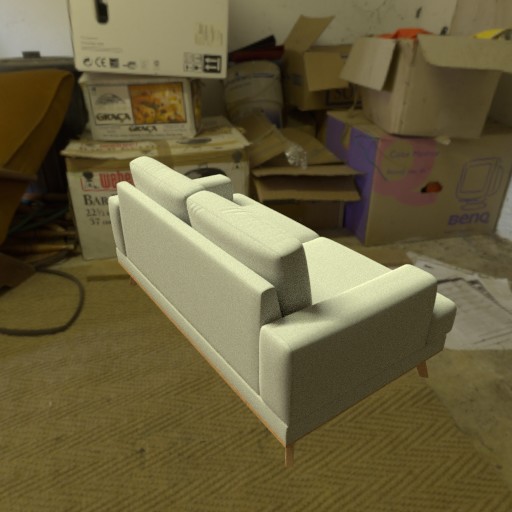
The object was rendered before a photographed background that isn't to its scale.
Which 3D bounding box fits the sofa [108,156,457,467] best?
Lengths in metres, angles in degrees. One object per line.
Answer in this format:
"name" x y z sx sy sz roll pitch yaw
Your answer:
"sofa" 0.000 0.000 2.171 0.915 0.810 1.651 -18 33 -31
